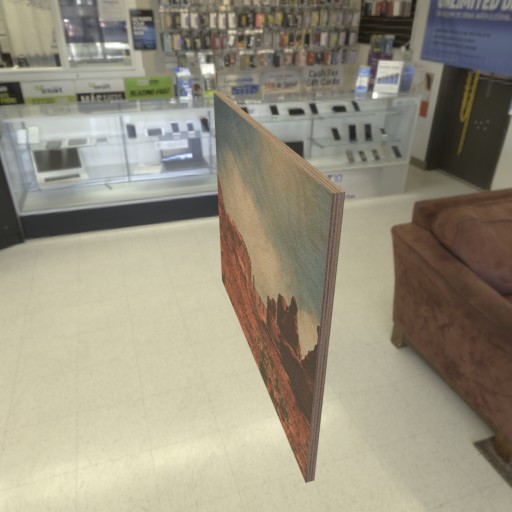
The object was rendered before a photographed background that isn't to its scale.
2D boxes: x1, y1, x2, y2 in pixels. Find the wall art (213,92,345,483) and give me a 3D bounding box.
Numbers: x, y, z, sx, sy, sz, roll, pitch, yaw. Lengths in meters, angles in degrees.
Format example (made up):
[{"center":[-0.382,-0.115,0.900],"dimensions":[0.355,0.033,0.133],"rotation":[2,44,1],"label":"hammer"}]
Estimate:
[{"center":[0.000,0.000,0.694],"dimensions":[0.013,0.406,0.508],"rotation":[-8,31,-14],"label":"wall art"}]
